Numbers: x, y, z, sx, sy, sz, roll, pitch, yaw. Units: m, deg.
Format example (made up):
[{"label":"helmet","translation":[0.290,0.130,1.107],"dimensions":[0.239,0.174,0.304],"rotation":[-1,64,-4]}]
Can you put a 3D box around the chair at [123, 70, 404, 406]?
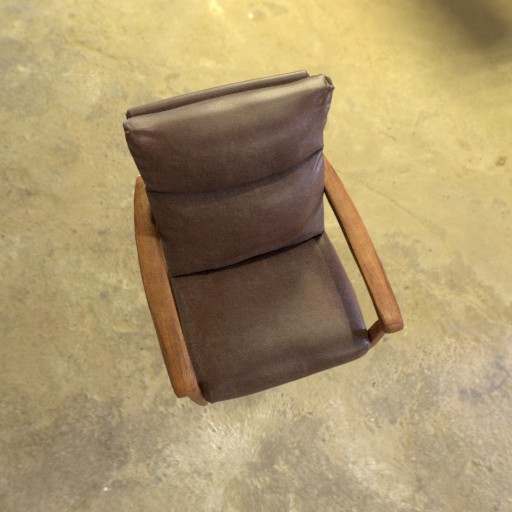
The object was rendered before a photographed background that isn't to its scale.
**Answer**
[{"label":"chair","translation":[0.000,0.000,1.549],"dimensions":[0.782,0.897,0.830],"rotation":[-15,65,-7]}]
